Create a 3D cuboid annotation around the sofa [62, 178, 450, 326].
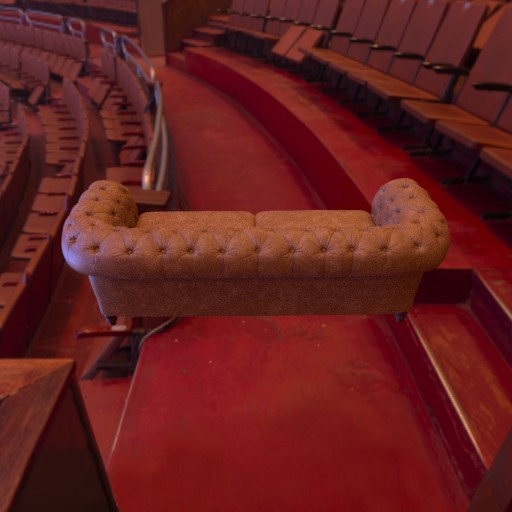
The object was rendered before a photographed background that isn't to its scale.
[{"bbox_3d":[0.000,0.000,2.894,2.365,0.760,0.989,-1,31,-1],"label":"sofa"}]
